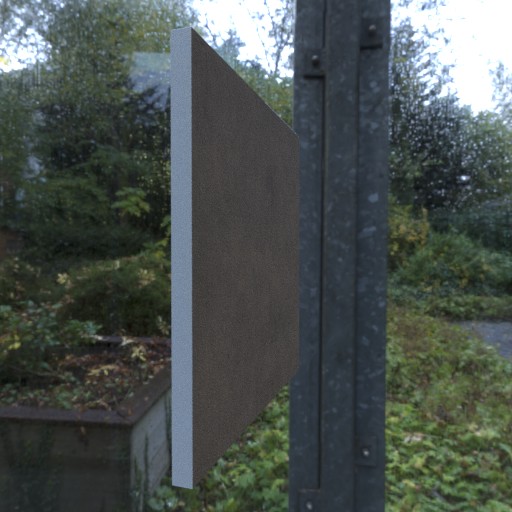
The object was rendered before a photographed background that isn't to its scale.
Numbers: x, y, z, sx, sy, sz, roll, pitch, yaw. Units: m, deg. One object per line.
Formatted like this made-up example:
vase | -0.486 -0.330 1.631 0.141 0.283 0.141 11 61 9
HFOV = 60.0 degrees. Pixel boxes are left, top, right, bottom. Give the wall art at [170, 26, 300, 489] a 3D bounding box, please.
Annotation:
wall art | 0.000 0.000 0.652 0.023 0.453 0.455 0 1 19
